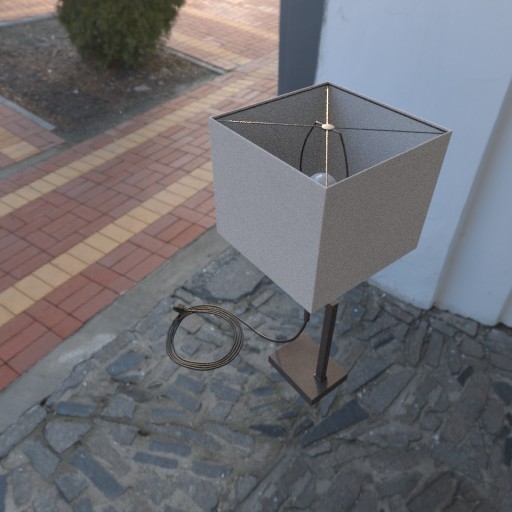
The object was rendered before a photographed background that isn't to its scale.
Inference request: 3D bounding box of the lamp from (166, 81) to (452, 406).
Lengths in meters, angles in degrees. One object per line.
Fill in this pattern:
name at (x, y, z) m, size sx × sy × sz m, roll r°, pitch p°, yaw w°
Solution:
lamp at (0.000, 0.000, 0.976) m, size 0.399 × 0.660 × 0.504 m, roll -27°, pitch 48°, yaw -27°
